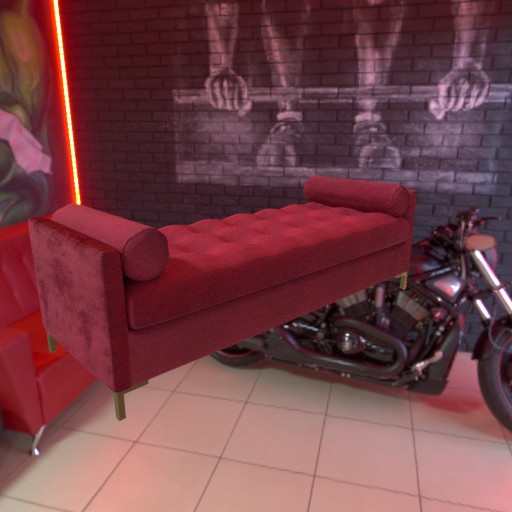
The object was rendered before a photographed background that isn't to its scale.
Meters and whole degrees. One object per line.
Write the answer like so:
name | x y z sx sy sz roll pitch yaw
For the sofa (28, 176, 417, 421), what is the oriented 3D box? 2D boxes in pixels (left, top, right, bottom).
sofa | 0.000 0.000 2.463 2.102 0.705 0.796 -15 22 -41
